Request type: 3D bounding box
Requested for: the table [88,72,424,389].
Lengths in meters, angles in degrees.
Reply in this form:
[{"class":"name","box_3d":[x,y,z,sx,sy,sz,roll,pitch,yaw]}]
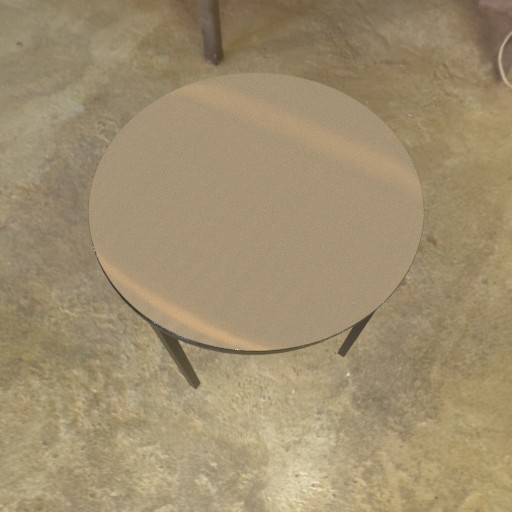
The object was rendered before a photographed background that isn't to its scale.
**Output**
[{"class":"table","box_3d":[0.000,0.000,0.863,0.499,0.443,0.499,0,63,0]}]
